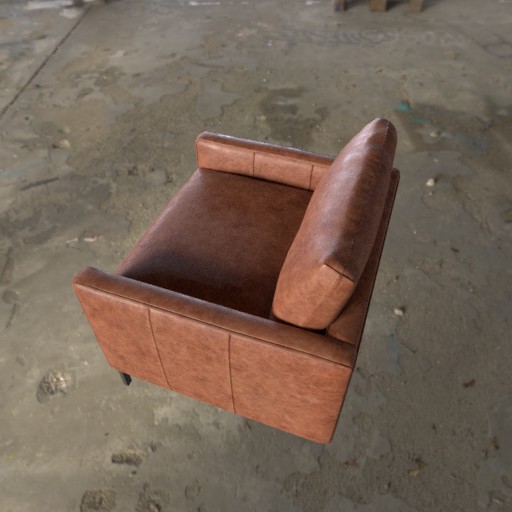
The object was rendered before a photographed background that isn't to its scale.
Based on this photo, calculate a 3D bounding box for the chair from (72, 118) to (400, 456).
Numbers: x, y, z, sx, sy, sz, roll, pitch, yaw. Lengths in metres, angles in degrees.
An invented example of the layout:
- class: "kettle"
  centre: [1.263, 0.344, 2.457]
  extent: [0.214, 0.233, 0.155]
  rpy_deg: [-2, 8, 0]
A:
- class: "chair"
  centre: [0.000, 0.000, 1.643]
  extent: [0.862, 0.869, 0.967]
  rpy_deg: [15, 47, 14]
